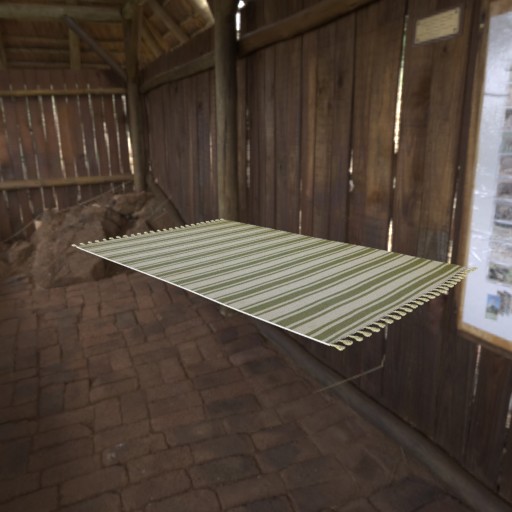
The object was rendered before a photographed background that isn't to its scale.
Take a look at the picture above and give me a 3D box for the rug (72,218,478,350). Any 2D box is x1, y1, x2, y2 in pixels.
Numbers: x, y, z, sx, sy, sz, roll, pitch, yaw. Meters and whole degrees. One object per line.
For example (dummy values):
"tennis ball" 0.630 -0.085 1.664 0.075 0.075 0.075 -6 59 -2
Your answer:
"rug" 0.000 0.000 2.337 1.875 0.013 1.162 15 21 43
